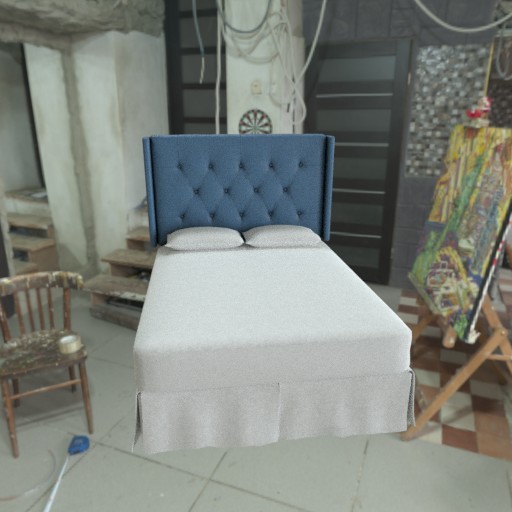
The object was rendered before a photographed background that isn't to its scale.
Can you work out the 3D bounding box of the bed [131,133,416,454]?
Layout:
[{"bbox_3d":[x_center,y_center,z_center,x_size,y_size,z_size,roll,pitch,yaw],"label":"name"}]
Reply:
[{"bbox_3d":[0.000,0.000,3.303,1.719,1.665,2.078,-2,18,-7],"label":"bed"}]
